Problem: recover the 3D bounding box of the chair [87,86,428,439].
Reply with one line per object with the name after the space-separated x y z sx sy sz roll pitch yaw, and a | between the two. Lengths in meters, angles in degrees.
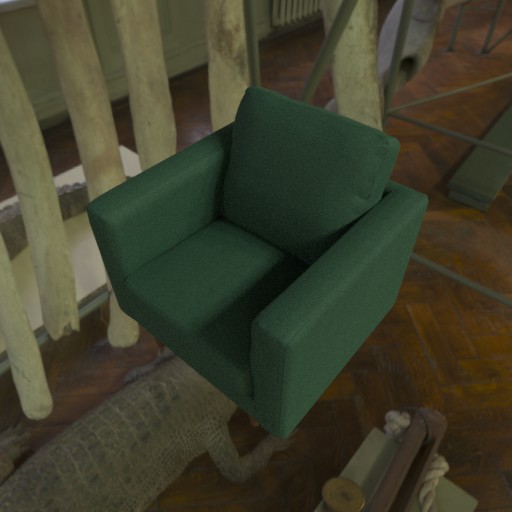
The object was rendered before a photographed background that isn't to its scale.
0.000 0.000 1.600 0.855 0.927 0.800 31 52 28 | chair
